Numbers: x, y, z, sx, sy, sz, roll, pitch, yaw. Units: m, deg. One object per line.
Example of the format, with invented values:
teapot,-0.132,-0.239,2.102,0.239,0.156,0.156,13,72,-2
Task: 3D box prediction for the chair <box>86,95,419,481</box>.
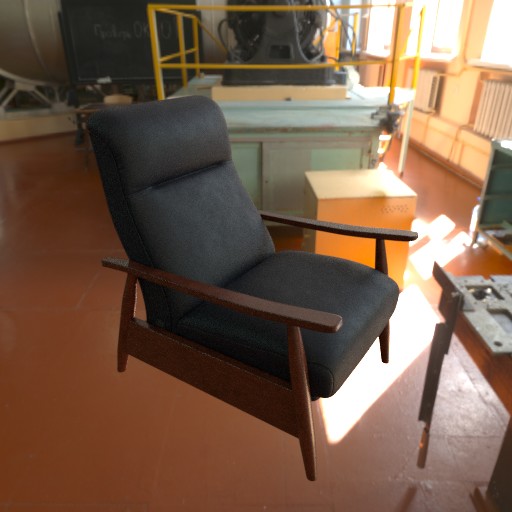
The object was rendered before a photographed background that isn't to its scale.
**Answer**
chair,0.000,0.000,1.718,1.014,1.082,0.762,17,31,30
